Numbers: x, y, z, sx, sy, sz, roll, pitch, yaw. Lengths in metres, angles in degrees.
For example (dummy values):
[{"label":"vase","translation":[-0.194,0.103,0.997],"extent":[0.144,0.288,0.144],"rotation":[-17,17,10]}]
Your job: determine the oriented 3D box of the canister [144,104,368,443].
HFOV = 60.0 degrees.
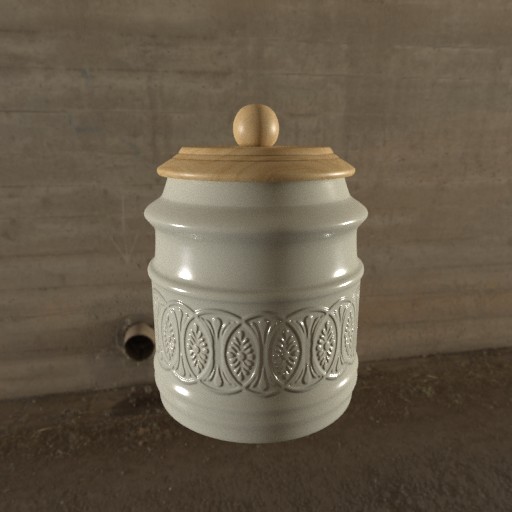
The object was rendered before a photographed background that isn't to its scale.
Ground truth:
[{"label":"canister","translation":[0.000,0.000,0.272],"extent":[0.130,0.176,0.130],"rotation":[0,15,0]}]
